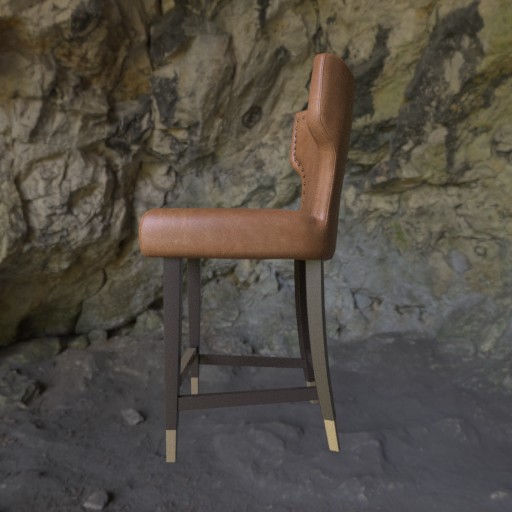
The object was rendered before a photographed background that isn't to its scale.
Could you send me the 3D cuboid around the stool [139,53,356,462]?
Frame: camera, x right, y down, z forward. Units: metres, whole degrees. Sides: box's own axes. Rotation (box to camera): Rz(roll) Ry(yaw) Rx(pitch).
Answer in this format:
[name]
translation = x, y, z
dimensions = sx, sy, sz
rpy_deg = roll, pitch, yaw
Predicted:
[stool]
translation = 0.000, 0.000, 1.296
dimensions = 0.563, 0.982, 0.526
rpy_deg = 0, 0, -1
